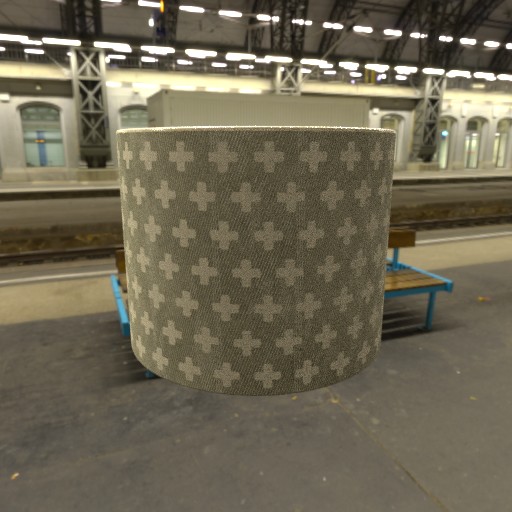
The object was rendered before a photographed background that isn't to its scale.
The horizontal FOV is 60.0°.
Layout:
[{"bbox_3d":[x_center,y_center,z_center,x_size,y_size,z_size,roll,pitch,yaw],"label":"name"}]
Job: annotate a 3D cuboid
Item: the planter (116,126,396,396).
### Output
[{"bbox_3d":[0.000,0.000,0.442,0.250,0.239,0.250,0,14,0],"label":"planter"}]
